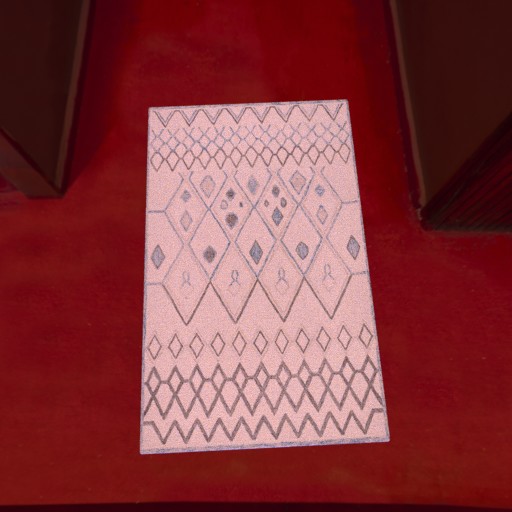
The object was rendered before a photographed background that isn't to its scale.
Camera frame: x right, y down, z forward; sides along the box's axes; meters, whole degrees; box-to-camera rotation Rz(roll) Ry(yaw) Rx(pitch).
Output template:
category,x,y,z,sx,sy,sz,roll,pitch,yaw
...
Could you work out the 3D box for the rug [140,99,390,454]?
category,x,y,z,sx,sy,sz,roll,pitch,yaw
rug,0.000,0.000,3.047,1.524,0.015,2.439,-3,73,-1
